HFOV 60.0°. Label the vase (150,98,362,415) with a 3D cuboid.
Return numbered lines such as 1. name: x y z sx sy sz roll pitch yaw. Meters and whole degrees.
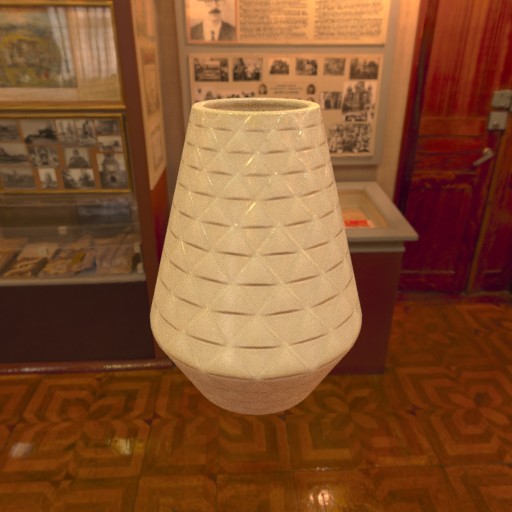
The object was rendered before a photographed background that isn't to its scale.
1. vase: 0.000 0.000 0.354 0.175 0.230 0.175 0 25 0
